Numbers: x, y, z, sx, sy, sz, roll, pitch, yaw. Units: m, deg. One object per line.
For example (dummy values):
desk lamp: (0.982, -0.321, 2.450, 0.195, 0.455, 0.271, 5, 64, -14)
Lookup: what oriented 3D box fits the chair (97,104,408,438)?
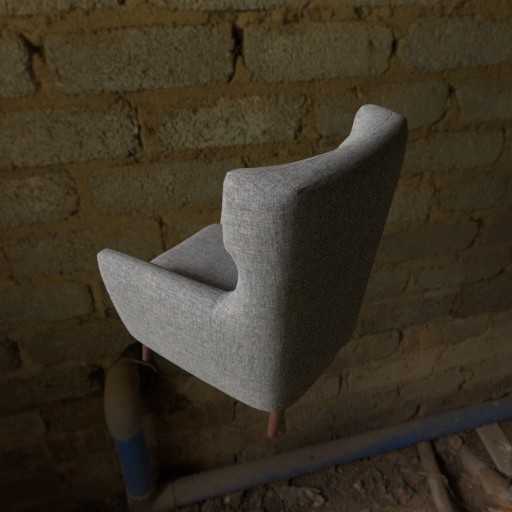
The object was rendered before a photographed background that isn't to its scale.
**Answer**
chair: (0.000, 0.000, 1.735, 0.904, 1.063, 0.878, 21, 38, 29)
